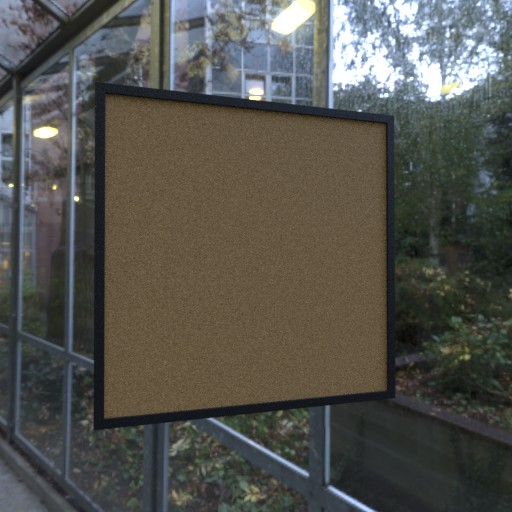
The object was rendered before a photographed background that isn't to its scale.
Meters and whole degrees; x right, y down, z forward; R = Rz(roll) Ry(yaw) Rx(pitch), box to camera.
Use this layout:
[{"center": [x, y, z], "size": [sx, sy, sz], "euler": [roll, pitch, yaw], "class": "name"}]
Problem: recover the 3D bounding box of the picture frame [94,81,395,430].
[{"center": [0.000, 0.000, 0.464], "size": [0.317, 0.317, 0.030], "euler": [0, -1, -17], "class": "picture frame"}]
